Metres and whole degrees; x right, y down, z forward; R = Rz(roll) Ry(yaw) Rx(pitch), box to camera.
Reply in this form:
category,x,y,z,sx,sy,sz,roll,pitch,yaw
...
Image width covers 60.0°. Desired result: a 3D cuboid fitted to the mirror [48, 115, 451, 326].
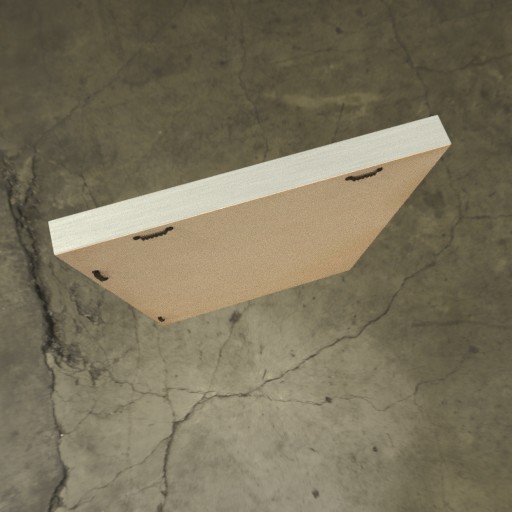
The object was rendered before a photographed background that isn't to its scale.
category,x,y,z,sx,sy,sz,roll,pitch,yaw
mirror,0.000,0.000,0.680,0.405,0.508,0.041,-16,74,-5
